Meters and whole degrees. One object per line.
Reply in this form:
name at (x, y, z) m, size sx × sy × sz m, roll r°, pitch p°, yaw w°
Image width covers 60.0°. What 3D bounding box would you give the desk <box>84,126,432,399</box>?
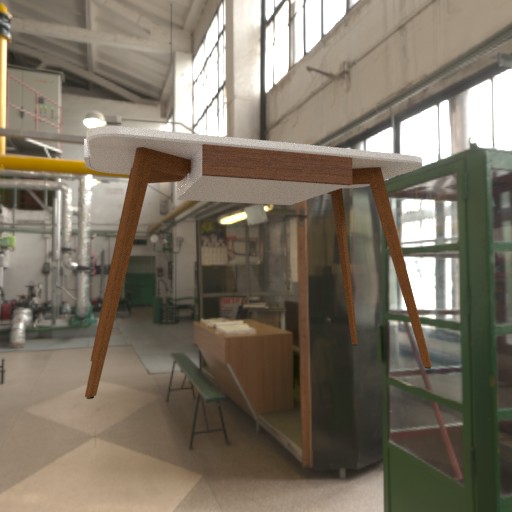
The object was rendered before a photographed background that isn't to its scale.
desk at (0.000, 0.000, 1.653) m, size 1.206 × 0.807 × 0.534 m, roll 0°, pitch -2°, yaw -19°
